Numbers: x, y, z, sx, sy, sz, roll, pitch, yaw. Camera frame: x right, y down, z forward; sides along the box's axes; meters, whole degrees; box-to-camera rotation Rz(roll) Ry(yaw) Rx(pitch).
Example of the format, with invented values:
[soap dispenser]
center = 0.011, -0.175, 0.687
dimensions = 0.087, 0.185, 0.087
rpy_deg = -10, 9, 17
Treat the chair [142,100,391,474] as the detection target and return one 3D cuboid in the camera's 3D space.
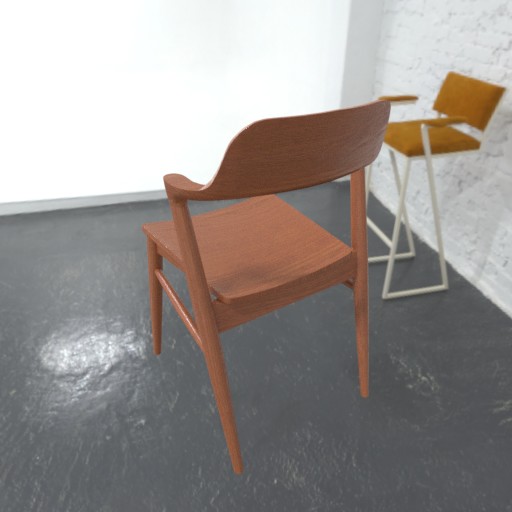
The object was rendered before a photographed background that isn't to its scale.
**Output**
[chair]
center = 0.000, 0.000, 1.108
dimensions = 0.496, 0.801, 0.499
rpy_deg = -19, 36, -28
